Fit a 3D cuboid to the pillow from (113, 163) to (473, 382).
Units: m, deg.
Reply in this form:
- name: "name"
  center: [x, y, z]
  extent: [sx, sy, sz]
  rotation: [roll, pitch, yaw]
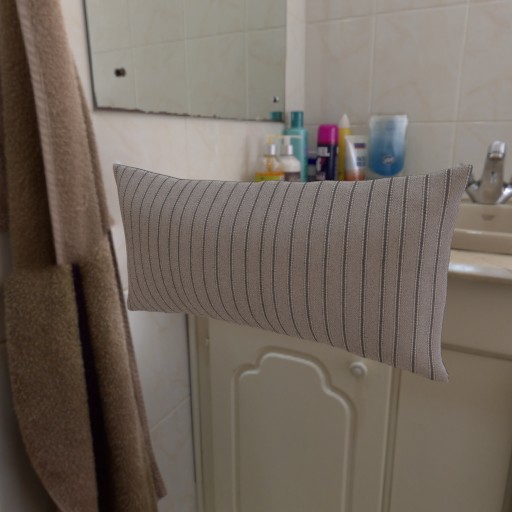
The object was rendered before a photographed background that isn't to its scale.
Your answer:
- name: "pillow"
  center: [0.000, 0.000, 0.721]
  extent: [0.609, 0.305, 0.151]
  rotation: [8, 16, 28]
